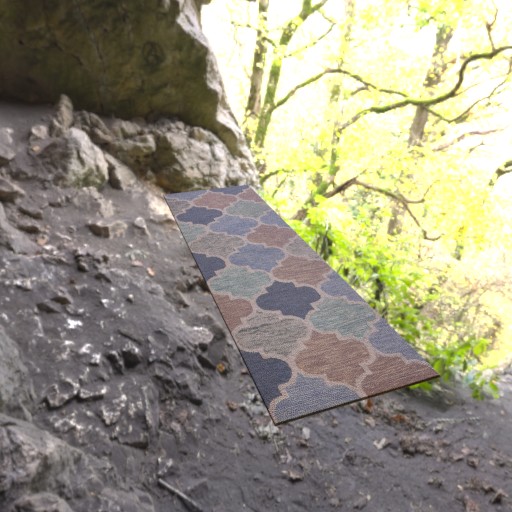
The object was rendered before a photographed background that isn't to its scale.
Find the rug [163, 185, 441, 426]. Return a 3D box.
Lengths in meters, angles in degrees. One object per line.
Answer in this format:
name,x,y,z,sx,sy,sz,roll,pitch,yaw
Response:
rug,0.000,0.000,2.541,0.687,0.011,2.287,-10,30,-17
